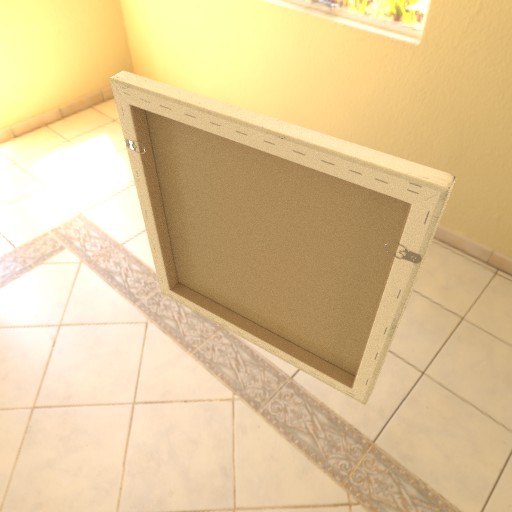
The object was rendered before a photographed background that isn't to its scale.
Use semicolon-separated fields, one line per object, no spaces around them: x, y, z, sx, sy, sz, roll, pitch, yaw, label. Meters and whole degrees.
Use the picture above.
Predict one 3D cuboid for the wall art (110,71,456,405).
0.000;0.000;0.909;0.610;0.611;0.040;25;51;22;wall art
